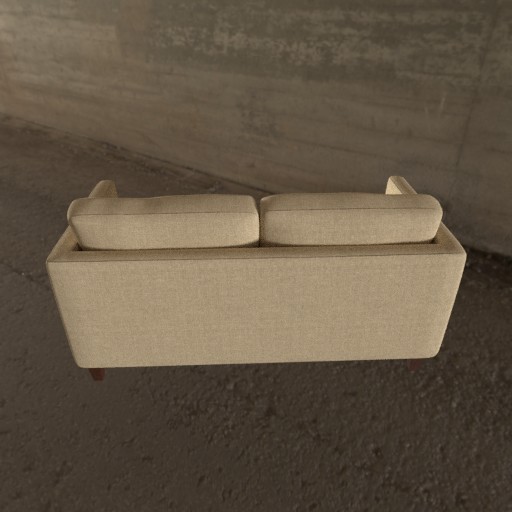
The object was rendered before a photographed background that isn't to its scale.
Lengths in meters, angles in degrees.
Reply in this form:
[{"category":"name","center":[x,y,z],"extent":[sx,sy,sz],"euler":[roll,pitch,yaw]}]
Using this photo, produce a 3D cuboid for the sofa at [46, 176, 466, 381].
[{"category":"sofa","center":[0.000,0.000,2.468],"extent":[1.884,0.963,0.950],"euler":[-1,32,-2]}]
